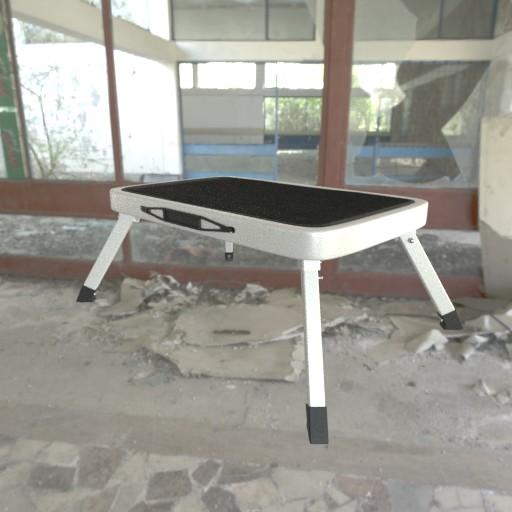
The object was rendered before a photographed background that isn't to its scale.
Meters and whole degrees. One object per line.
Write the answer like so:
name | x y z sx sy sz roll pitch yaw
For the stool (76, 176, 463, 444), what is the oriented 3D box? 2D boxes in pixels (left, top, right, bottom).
stool | 0.000 0.000 0.602 0.460 0.170 0.320 16 23 42
